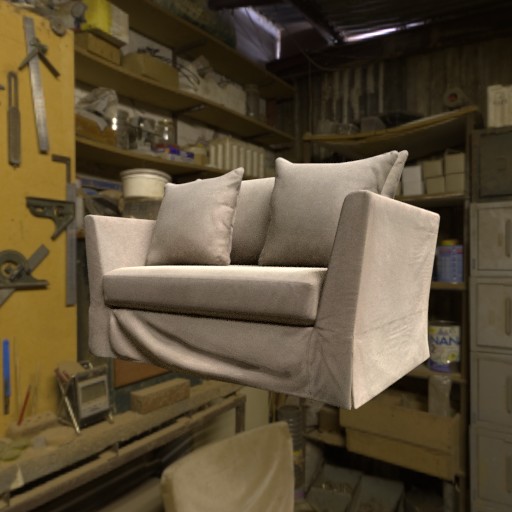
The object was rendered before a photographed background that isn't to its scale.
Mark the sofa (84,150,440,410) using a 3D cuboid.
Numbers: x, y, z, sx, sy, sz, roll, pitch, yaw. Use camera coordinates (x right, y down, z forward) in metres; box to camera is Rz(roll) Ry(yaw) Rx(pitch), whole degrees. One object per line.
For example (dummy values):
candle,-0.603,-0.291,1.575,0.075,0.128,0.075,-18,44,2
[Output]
sofa,0.000,0.000,2.316,1.608,1.040,1.035,0,0,35
